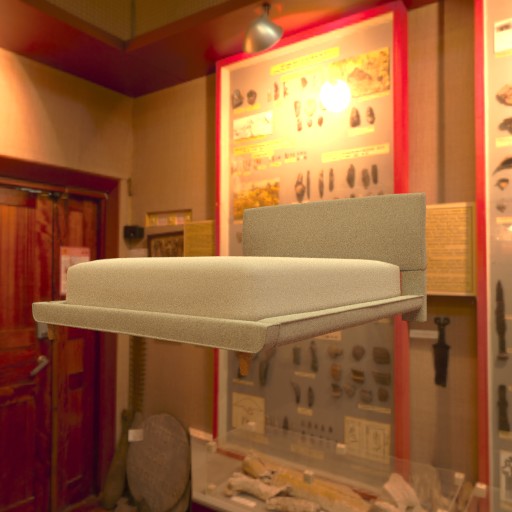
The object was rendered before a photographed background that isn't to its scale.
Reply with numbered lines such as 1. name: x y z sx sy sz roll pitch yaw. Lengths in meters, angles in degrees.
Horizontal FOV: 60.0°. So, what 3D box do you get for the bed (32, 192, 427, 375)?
1. bed: 0.000 0.000 3.261 1.840 1.067 2.368 -1 -2 36
